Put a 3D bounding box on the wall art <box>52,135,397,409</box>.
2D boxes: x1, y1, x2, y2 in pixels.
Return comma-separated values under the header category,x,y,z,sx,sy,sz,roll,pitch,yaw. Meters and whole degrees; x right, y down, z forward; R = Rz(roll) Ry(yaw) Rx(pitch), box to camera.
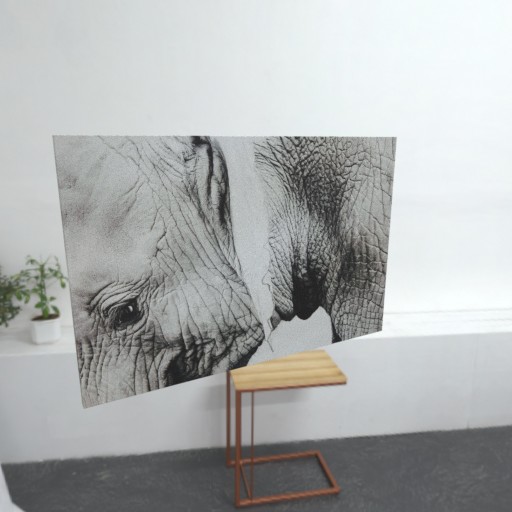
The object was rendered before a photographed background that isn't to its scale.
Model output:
category,x,y,z,sx,sy,sz,roll,pitch,yaw
wall art,0.000,0.000,1.452,1.141,0.758,0.035,-8,16,-27
